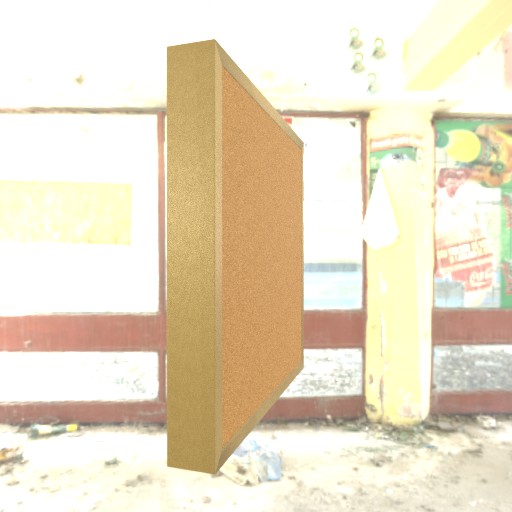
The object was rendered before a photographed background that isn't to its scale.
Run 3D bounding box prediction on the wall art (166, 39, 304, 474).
[{"bbox_3d":[0.000,0.000,0.460,0.038,0.305,0.304,0,0,18],"label":"wall art"}]
